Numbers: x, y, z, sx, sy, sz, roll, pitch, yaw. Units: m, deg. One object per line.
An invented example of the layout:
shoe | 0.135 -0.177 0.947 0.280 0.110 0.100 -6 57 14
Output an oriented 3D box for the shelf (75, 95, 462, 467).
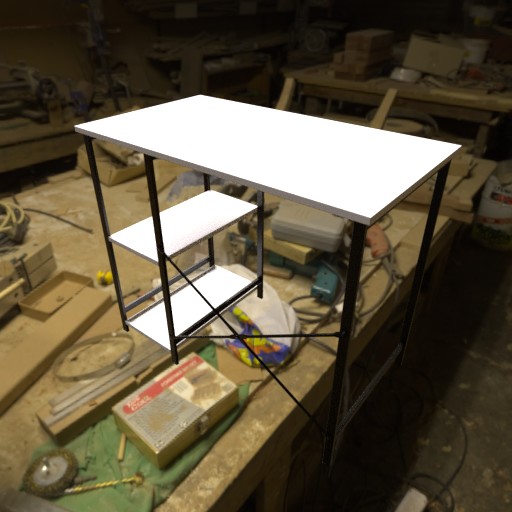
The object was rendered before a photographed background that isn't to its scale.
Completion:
shelf | 0.000 0.000 1.364 0.902 0.750 0.498 23 39 32
